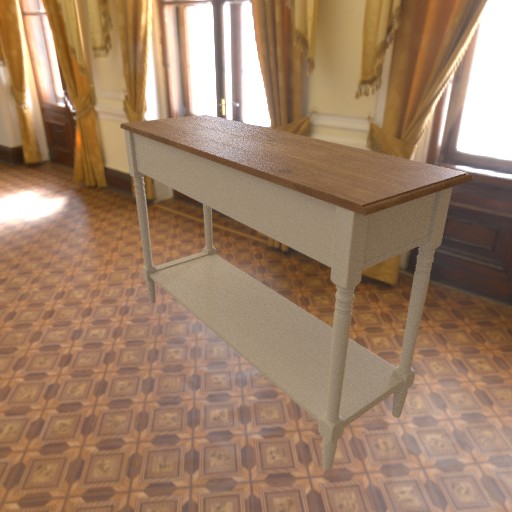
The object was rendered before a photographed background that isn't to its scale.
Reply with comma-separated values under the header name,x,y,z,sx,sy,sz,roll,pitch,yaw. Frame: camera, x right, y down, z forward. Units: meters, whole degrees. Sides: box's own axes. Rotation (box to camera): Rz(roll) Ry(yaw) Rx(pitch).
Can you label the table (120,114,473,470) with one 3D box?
name,x,y,z,sx,sy,sz,roll,pitch,yaw
table,0.000,0.000,1.576,0.399,0.800,1.219,-19,32,-33
